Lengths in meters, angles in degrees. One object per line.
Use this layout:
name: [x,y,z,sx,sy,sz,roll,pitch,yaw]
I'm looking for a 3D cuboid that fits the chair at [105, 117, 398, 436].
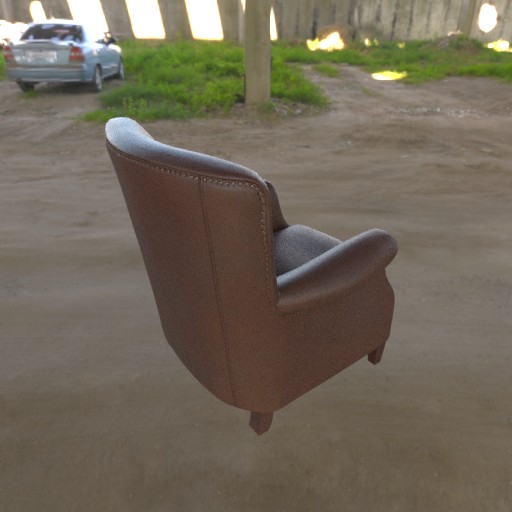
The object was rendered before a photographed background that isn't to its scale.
chair: [0.000,0.000,1.340,0.746,0.800,0.700,-19,33,-31]
